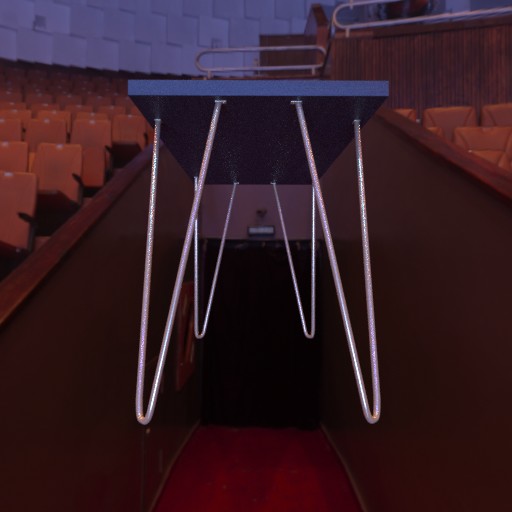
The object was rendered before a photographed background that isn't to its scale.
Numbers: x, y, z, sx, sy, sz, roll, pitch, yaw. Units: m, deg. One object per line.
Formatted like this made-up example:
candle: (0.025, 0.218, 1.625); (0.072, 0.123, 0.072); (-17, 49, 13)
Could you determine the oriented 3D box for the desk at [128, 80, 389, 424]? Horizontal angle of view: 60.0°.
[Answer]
desk: (0.000, 0.000, 1.338); (0.499, 0.660, 0.991); (0, -1, -1)
